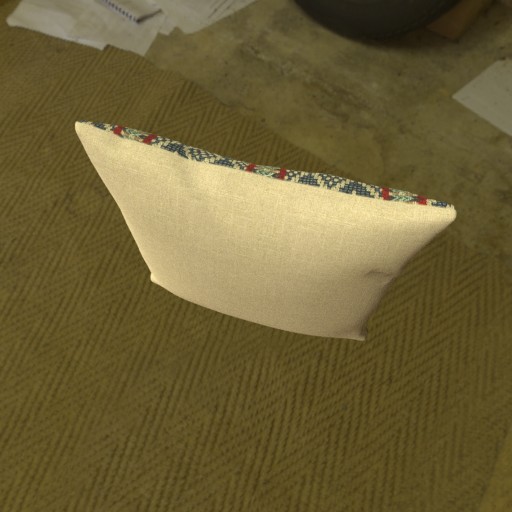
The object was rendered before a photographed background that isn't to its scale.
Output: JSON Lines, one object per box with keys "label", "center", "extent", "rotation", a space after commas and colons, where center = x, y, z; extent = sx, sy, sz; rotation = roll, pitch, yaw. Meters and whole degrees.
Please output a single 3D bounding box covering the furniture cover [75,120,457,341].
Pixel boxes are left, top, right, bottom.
{"label": "furniture cover", "center": [0.000, 0.000, 0.665], "extent": [0.431, 0.431, 0.139], "rotation": [15, 64, 7]}
